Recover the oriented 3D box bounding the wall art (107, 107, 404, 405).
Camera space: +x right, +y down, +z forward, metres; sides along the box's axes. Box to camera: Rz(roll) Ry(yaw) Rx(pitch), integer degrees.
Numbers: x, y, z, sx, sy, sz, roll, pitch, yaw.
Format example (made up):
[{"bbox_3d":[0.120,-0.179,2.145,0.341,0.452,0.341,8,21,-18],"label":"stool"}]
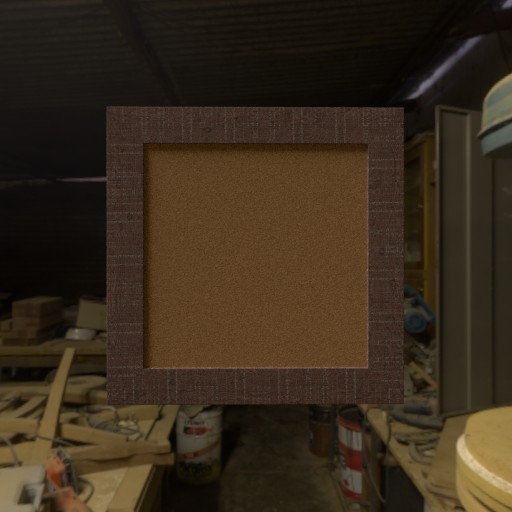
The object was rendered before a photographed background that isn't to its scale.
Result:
[{"bbox_3d":[0.000,0.000,0.806,0.531,0.531,0.029,0,0,-1],"label":"wall art"}]
